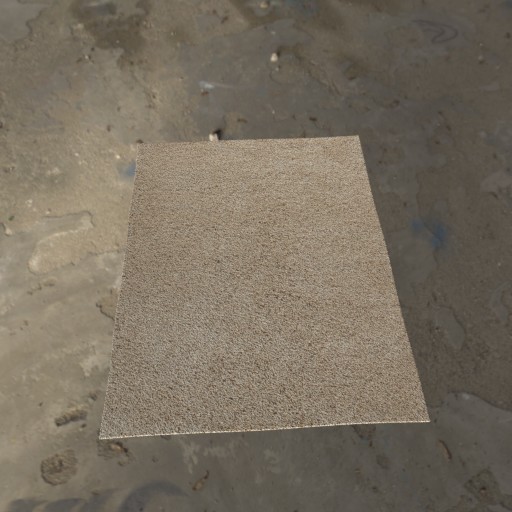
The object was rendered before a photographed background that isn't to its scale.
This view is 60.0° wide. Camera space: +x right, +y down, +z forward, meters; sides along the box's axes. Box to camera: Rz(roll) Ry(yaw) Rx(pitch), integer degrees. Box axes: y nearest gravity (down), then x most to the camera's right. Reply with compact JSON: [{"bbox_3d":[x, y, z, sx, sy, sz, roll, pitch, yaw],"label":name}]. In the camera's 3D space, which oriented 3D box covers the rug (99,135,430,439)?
[{"bbox_3d":[0.000,0.000,4.017,2.400,0.025,3.000,-2,57,-2],"label":"rug"}]
